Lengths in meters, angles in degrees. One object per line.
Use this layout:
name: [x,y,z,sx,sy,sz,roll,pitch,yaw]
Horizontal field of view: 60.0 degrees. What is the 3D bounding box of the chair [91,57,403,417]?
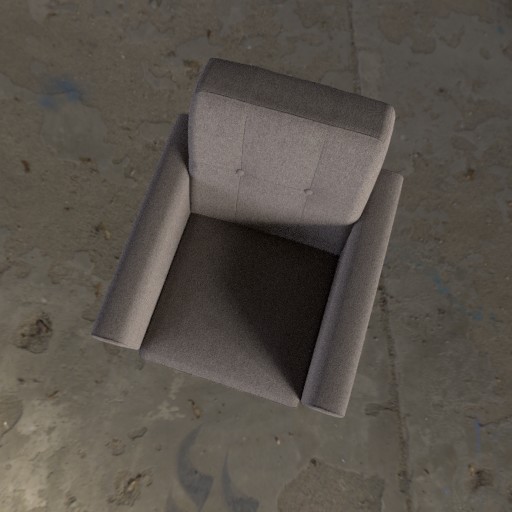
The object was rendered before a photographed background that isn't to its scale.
chair: [0.000,0.000,1.560,0.831,0.839,0.907,17,76,4]
